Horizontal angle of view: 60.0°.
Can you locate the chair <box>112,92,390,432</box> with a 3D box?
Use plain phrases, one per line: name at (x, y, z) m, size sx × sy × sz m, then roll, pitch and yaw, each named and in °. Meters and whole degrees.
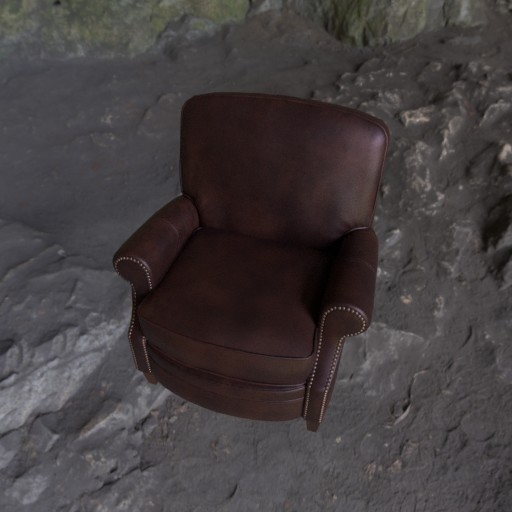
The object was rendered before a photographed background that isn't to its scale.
chair at (0.000, 0.000, 1.745) m, size 0.936 × 1.018 × 0.986 m, roll 12°, pitch 43°, yaw 13°
